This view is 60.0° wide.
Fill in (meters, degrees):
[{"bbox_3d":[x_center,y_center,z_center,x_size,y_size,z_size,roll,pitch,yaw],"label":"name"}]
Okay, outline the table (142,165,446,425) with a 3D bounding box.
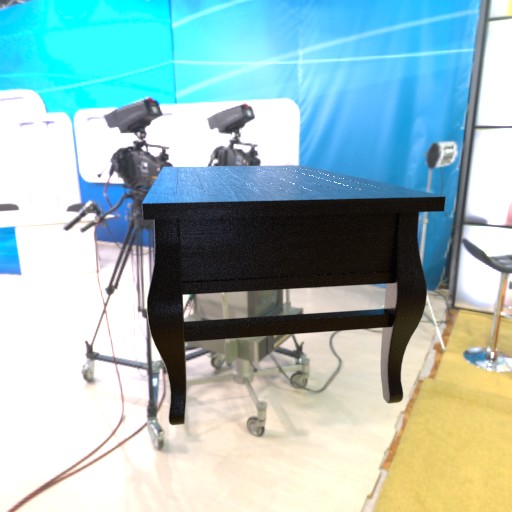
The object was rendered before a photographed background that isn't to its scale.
[{"bbox_3d":[0.000,0.000,1.395,0.600,0.494,1.062,-2,15,-9],"label":"table"}]
